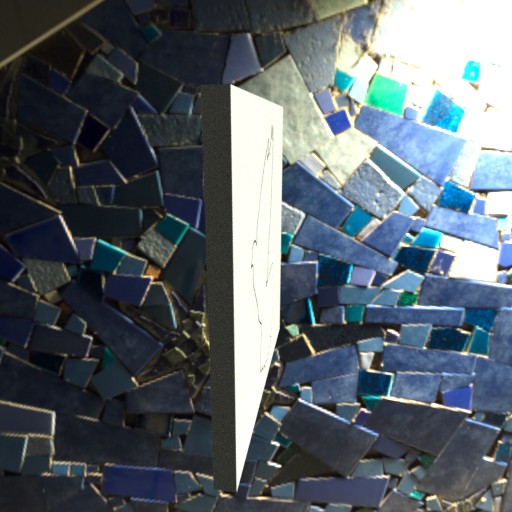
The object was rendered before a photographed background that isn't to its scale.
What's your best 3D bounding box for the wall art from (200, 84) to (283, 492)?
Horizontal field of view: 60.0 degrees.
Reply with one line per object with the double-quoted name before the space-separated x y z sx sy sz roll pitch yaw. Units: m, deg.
"wall art" 0.000 0.000 0.914 0.038 0.610 0.610 3 16 9
